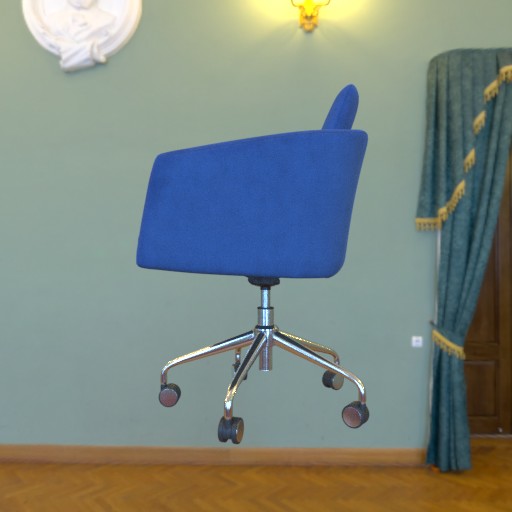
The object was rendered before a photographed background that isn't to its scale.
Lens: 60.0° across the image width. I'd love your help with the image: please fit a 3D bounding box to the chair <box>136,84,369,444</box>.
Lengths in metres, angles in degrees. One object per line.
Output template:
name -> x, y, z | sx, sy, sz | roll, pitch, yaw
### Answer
chair -> 0.000, 0.000, 1.355 | 0.635, 0.908, 0.641 | 0, -1, 0
